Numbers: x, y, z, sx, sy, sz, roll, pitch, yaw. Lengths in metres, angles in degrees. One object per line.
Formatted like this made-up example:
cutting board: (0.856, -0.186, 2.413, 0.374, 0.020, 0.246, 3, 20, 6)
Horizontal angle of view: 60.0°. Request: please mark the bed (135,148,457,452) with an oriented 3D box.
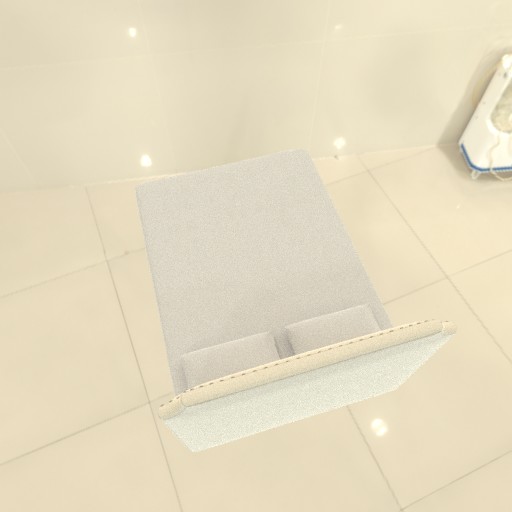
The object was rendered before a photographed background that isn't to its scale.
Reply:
bed: (0.000, 0.000, 3.475, 1.712, 1.497, 2.372, -14, 60, -8)
